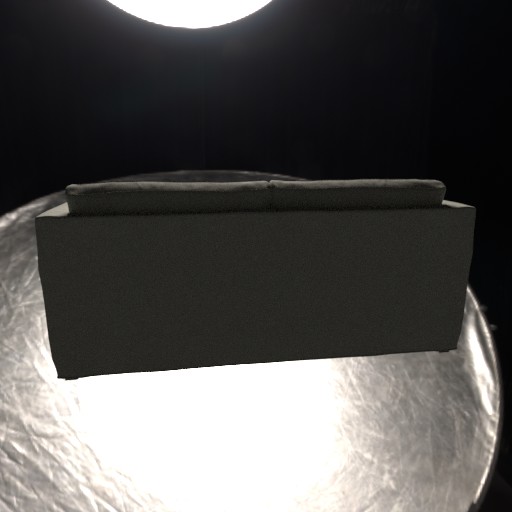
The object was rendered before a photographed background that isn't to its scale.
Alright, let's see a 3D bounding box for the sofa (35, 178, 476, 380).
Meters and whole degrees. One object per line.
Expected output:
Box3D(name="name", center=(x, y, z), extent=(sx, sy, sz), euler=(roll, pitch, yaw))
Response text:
Box3D(name="sofa", center=(0.000, 0.000, 2.429), extent=(1.987, 0.870, 0.940), euler=(-2, 14, -9))
